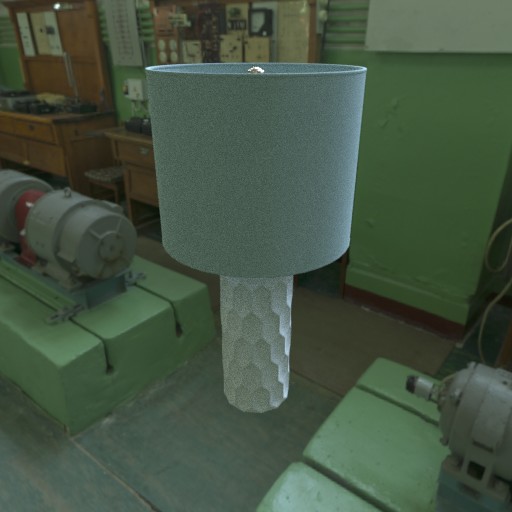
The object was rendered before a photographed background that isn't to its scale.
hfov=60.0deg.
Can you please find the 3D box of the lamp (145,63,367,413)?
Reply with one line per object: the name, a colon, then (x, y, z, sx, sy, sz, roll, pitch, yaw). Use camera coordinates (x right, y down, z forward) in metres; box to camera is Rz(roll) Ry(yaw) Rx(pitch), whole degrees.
lamp: (0.000, 0.000, 0.681, 0.277, 0.534, 0.277, 18, 31, 32)
